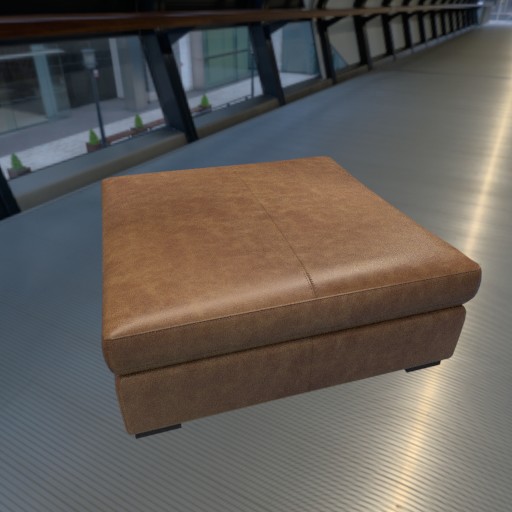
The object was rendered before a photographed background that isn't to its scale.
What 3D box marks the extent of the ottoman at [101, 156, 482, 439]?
[{"bbox_3d":[0.000,0.000,1.815,1.168,0.483,1.169,-9,32,-14],"label":"ottoman"}]
